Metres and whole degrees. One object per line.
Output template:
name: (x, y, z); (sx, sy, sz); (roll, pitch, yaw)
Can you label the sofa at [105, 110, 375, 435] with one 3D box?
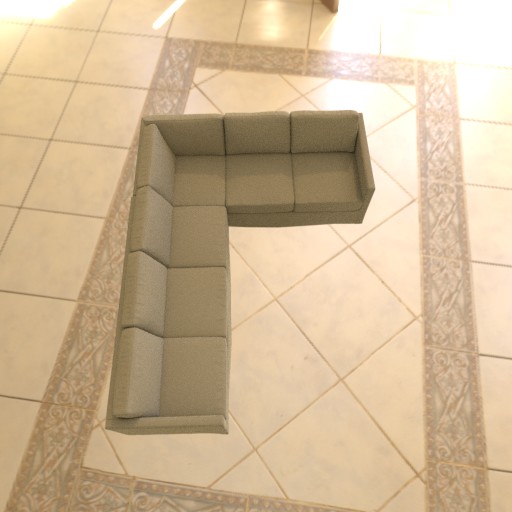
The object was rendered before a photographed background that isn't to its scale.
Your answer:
sofa: (0.000, 0.000, 4.349); (2.432, 0.871, 3.182); (-1, 64, -1)
